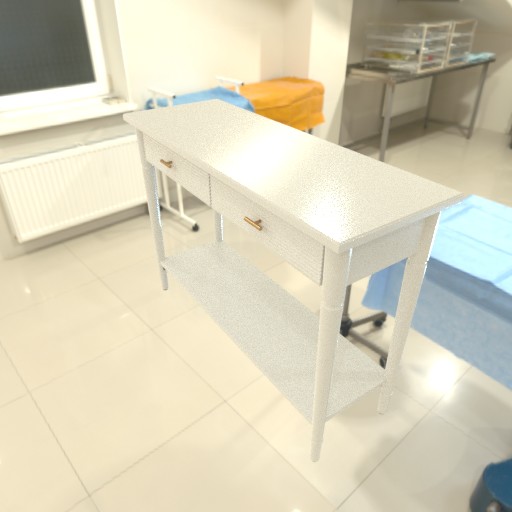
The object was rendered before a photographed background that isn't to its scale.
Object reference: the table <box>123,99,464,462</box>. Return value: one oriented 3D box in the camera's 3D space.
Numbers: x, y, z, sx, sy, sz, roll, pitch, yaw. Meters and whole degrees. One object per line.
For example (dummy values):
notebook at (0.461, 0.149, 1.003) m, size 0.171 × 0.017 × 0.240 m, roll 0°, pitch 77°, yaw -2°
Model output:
table at (0.000, 0.000, 1.457) m, size 0.381 × 0.749 × 1.067 m, roll -21°, pitch 38°, yaw -29°
